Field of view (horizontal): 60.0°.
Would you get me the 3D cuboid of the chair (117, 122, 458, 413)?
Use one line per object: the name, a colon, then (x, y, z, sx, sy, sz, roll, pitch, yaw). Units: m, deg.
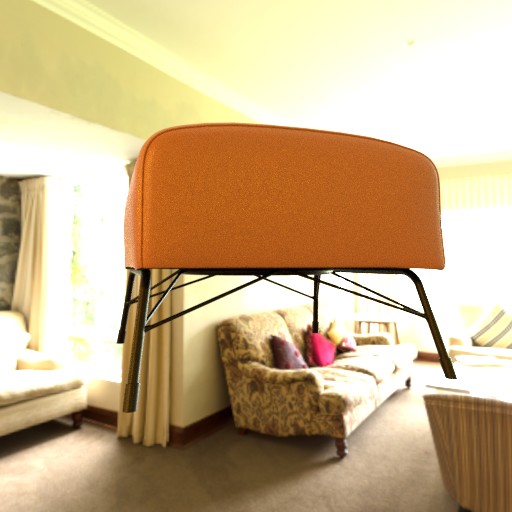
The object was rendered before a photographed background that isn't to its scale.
chair: (0.000, 0.000, 0.898, 0.530, 0.410, 0.530, 0, -1, -18)
